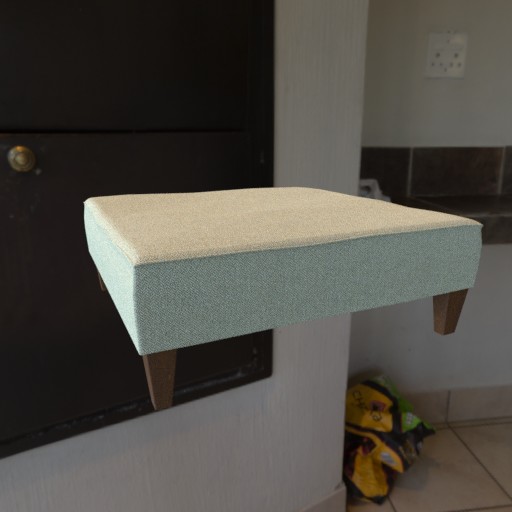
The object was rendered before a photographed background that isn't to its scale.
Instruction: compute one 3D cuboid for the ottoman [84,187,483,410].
[{"bbox_3d":[0.000,0.000,1.515,1.004,0.379,0.968,-7,17,-25],"label":"ottoman"}]
